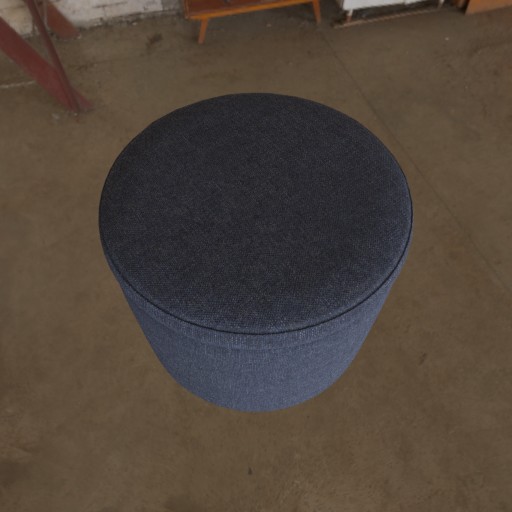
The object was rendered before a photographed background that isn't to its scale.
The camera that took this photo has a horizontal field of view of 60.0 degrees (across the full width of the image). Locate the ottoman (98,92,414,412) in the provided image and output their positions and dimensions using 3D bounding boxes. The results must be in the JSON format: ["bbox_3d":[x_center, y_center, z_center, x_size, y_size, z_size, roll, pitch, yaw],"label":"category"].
[{"bbox_3d":[0.000,0.000,0.890,0.520,0.430,0.520,0,57,0],"label":"ottoman"}]
